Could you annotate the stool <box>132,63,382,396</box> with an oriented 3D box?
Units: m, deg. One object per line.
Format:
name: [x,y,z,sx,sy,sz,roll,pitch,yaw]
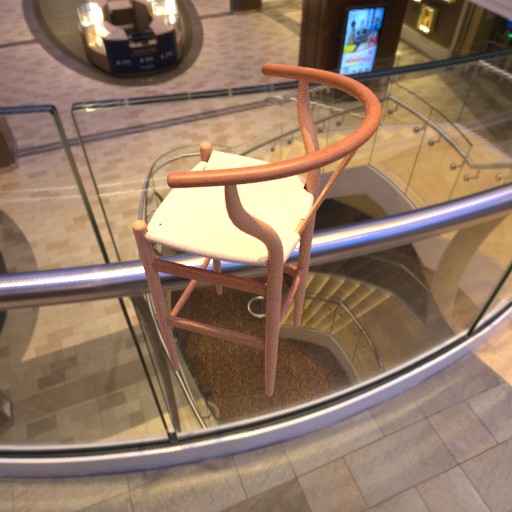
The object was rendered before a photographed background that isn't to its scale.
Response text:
stool: [0.000,0.000,1.381,0.561,1.068,0.574,16,49,14]
